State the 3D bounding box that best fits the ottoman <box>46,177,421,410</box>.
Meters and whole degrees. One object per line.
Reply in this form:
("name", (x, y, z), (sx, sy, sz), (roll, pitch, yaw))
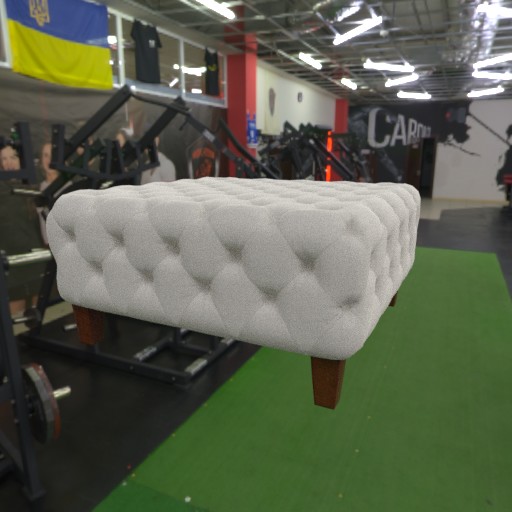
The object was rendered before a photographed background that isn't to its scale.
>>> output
("ottoman", (0.000, 0.000, 1.206), (0.755, 0.376, 0.753), (7, 15, 26))
